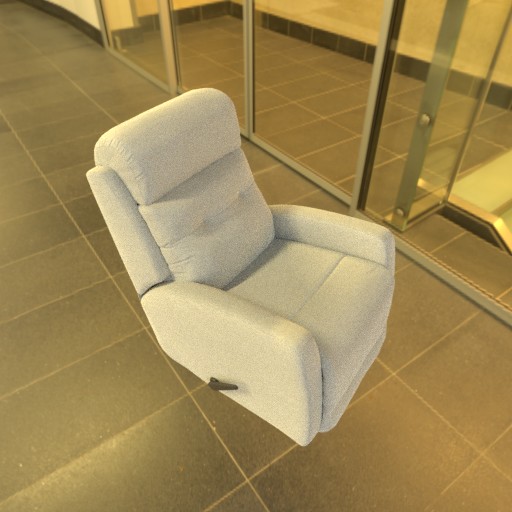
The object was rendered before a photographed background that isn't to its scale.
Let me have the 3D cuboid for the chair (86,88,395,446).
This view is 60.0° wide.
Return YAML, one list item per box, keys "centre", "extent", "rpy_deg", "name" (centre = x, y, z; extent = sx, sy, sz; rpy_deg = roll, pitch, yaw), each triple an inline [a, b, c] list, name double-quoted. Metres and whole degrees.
- centre: [0.000, 0.000, 1.741]
  extent: [1.043, 1.013, 0.798]
  rpy_deg: [25, 47, 26]
  name: "chair"
